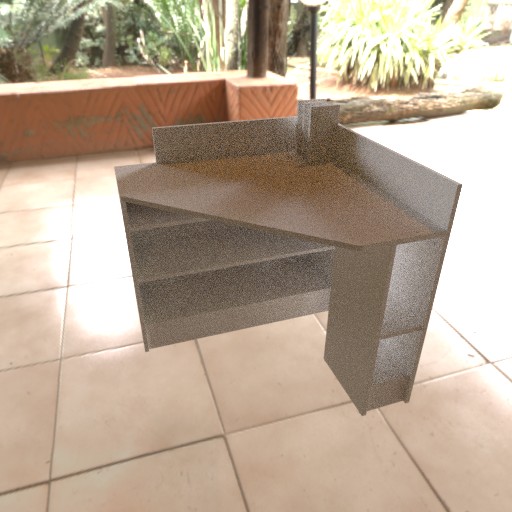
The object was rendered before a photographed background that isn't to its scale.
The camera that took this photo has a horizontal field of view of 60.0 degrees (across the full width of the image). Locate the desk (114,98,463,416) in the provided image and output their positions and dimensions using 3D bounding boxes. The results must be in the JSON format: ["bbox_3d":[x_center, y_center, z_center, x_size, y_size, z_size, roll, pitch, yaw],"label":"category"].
[{"bbox_3d":[0.000,0.000,1.735,0.940,0.986,0.940,-10,31,-16],"label":"desk"}]
